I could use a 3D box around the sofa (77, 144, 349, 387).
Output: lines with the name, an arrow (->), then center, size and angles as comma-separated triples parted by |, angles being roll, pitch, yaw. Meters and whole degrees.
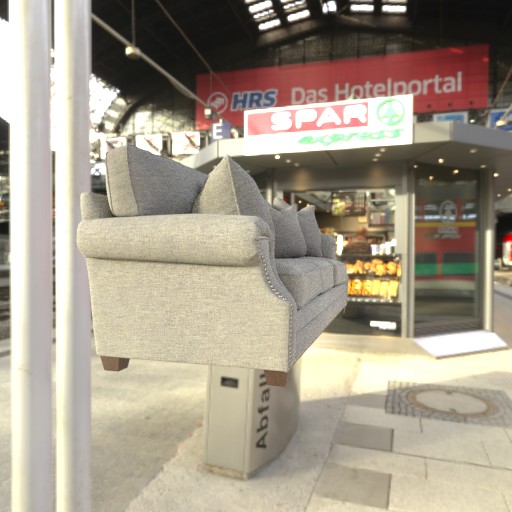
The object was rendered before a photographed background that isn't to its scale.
sofa -> 0.000, 0.000, 2.821 | 0.965, 0.975, 2.312 | 0, 1, 17
